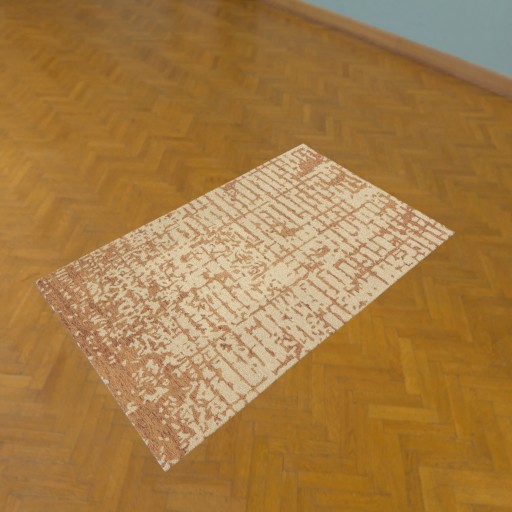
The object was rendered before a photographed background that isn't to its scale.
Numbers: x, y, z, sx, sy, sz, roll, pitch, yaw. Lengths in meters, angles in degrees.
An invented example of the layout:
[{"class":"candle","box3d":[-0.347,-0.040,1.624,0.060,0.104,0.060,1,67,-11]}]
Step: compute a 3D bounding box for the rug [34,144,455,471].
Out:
[{"class":"rug","box3d":[0.000,0.000,2.986,2.435,0.011,1.517,-32,54,-27]}]
